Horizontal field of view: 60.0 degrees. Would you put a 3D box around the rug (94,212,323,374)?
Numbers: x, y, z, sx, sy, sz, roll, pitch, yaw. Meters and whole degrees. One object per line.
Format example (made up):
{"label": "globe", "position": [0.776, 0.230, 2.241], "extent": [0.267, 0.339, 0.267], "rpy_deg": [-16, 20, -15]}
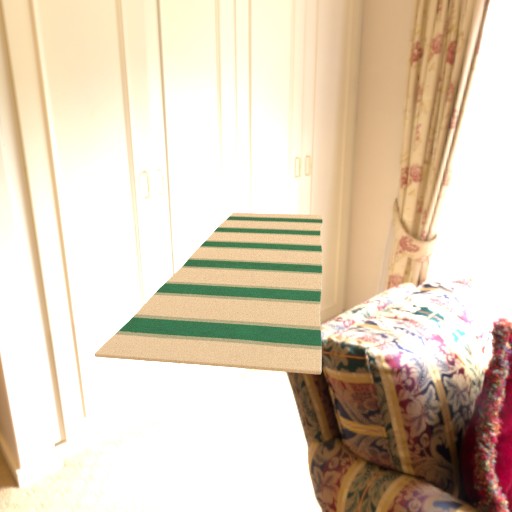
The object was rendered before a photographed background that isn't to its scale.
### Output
{"label": "rug", "position": [0.000, 0.000, 2.599], "extent": [0.768, 0.012, 2.438], "rpy_deg": [2, 17, 8]}
